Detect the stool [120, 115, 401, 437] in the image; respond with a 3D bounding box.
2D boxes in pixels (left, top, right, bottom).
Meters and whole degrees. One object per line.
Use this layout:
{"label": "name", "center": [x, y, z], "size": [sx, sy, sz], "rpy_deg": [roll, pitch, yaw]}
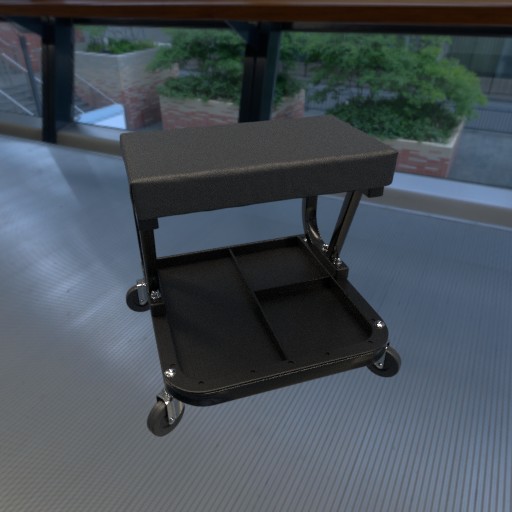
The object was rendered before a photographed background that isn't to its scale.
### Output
{"label": "stool", "center": [0.000, 0.000, 0.738], "size": [0.446, 0.380, 0.371], "rpy_deg": [-10, 33, -15]}
